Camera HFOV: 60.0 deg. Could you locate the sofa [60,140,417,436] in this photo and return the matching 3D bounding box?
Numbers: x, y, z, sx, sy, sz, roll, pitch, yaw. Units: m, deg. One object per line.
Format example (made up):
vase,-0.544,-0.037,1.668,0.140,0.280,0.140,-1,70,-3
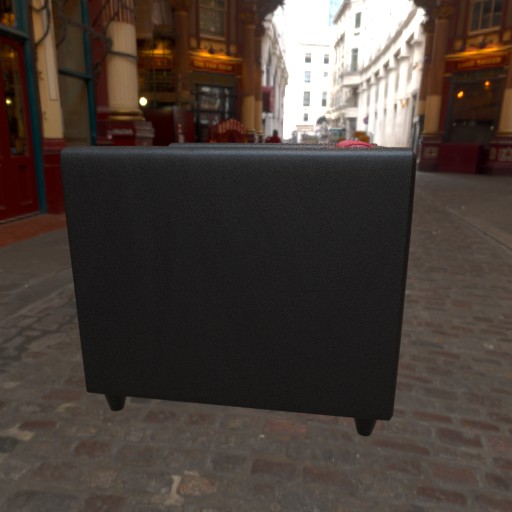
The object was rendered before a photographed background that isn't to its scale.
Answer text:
sofa,0.000,0.000,1.435,0.809,0.724,0.839,2,15,9
